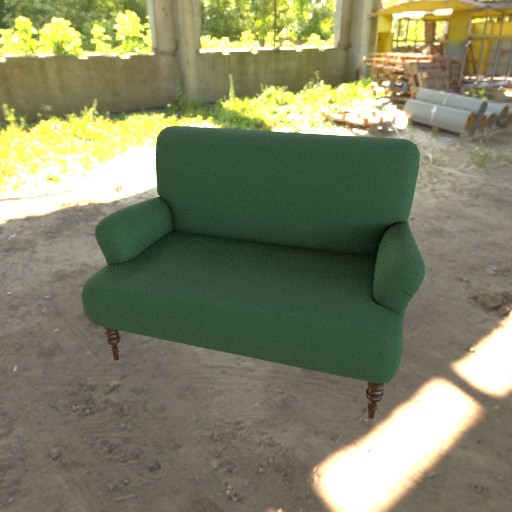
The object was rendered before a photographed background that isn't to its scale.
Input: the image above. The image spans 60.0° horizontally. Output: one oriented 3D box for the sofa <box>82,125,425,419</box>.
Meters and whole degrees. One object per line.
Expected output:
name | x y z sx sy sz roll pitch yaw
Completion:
sofa | 0.000 0.000 1.845 1.297 0.889 0.779 8 27 16
